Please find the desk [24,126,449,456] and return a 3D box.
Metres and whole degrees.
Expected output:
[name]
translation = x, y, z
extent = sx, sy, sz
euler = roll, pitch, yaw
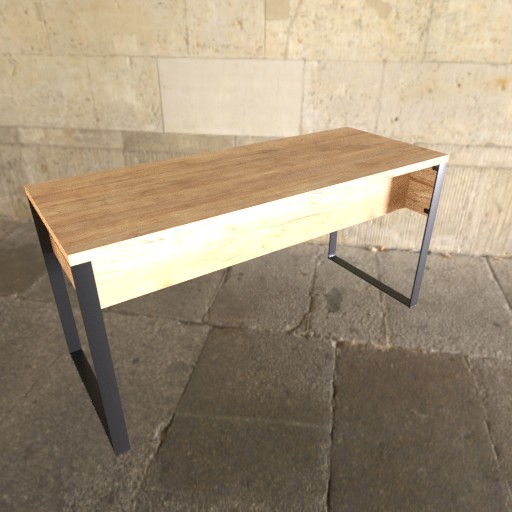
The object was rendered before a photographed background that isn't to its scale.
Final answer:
[desk]
translation = 0.000, 0.000, 1.862
extent = 1.520, 0.760, 0.600
euler = -18, 34, -29
